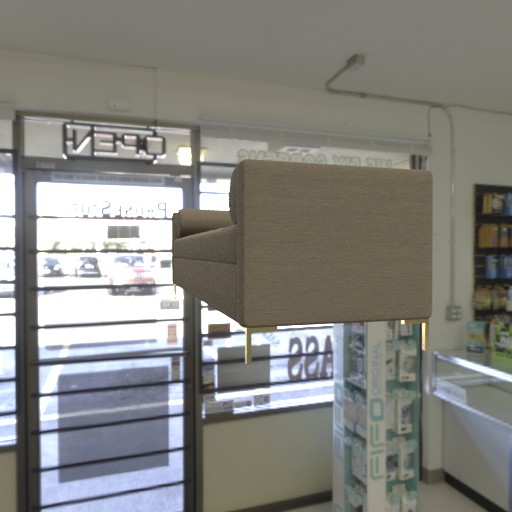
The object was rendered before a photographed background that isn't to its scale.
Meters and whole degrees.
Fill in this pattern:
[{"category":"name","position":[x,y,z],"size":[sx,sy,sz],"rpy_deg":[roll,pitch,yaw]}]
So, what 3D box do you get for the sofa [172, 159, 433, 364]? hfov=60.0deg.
[{"category":"sofa","position":[0.000,0.000,2.370],"size":[0.686,0.635,1.981],"rpy_deg":[0,1,-17]}]
